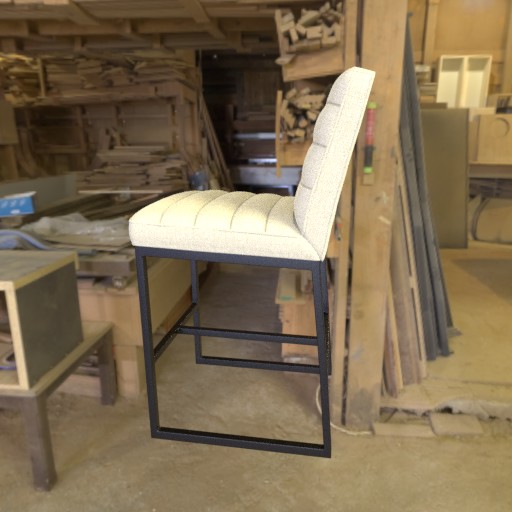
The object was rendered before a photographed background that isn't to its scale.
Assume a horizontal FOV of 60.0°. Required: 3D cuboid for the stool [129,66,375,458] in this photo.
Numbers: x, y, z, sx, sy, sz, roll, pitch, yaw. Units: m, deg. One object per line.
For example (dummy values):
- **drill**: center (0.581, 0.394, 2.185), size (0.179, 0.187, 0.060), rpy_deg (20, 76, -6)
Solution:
- **stool**: center (0.000, 0.000, 1.259), size (0.560, 0.940, 0.460), rpy_deg (2, 15, 9)
